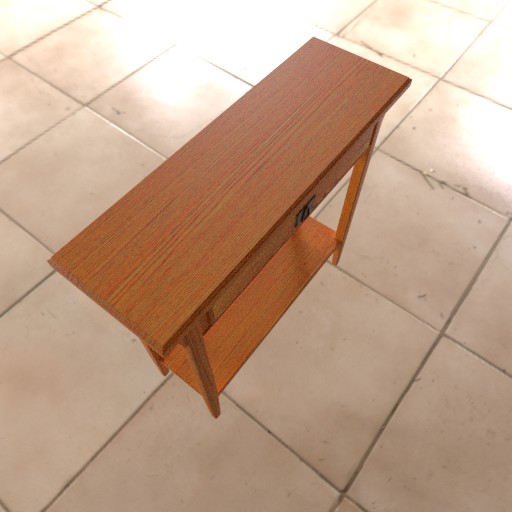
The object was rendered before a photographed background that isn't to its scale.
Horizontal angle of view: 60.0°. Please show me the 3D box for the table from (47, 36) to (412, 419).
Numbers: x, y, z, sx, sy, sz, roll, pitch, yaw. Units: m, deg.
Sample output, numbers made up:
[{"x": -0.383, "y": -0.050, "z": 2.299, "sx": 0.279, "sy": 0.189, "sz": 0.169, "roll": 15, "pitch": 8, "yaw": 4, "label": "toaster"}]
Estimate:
[{"x": 0.000, "y": 0.000, "z": 1.118, "sx": 0.254, "sy": 0.711, "sz": 0.762, "roll": 33, "pitch": 64, "yaw": 19, "label": "table"}]
